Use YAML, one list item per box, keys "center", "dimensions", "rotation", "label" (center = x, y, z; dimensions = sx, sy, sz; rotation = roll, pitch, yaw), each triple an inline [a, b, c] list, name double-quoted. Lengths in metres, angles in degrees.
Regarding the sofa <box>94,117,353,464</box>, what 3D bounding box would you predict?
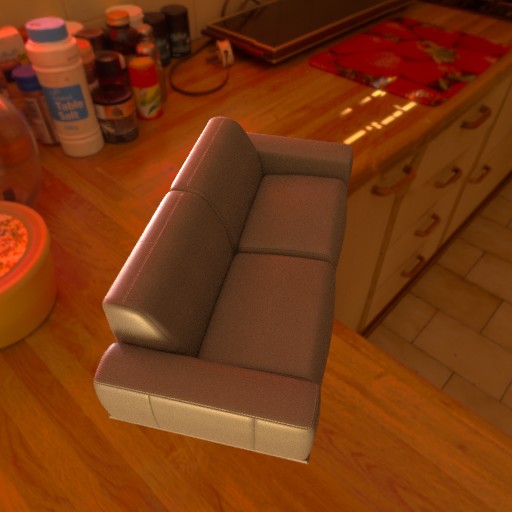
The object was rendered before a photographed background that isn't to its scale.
- center: [0.000, 0.000, 2.365]
  dimensions: [0.900, 0.772, 1.901]
  rotation: [9, 47, 9]
  label: "sofa"
